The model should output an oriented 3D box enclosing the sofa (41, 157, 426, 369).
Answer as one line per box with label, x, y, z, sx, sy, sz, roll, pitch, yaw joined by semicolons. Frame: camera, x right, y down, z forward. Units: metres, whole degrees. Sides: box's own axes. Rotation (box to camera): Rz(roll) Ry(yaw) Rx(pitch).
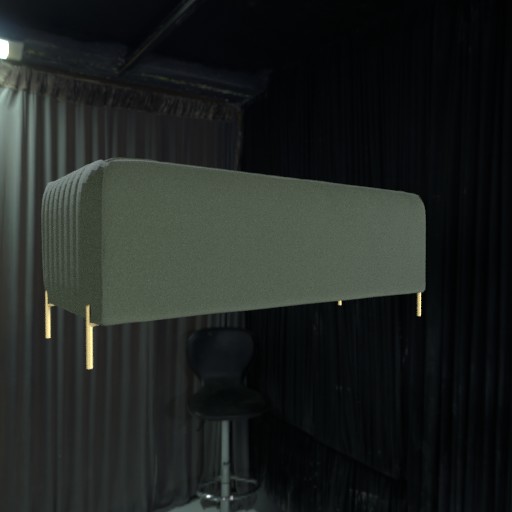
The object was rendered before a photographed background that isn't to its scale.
sofa;0.000;0.000;2.553;2.137;0.793;0.896;-1;1;-37
